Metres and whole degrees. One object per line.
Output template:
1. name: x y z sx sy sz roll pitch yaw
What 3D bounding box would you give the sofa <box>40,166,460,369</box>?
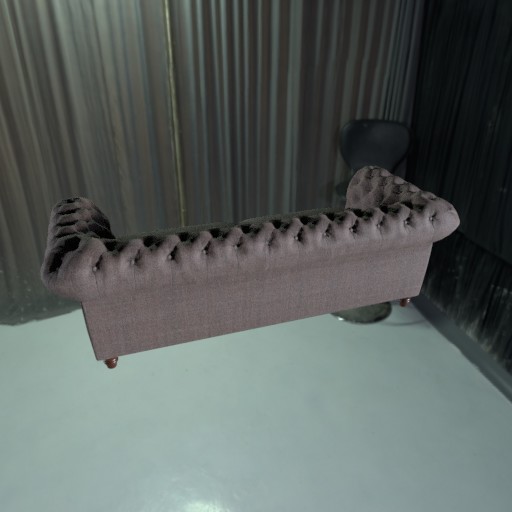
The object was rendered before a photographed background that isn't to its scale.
1. sofa: 0.000 0.000 2.822 2.385 0.787 0.944 -9 29 -16
